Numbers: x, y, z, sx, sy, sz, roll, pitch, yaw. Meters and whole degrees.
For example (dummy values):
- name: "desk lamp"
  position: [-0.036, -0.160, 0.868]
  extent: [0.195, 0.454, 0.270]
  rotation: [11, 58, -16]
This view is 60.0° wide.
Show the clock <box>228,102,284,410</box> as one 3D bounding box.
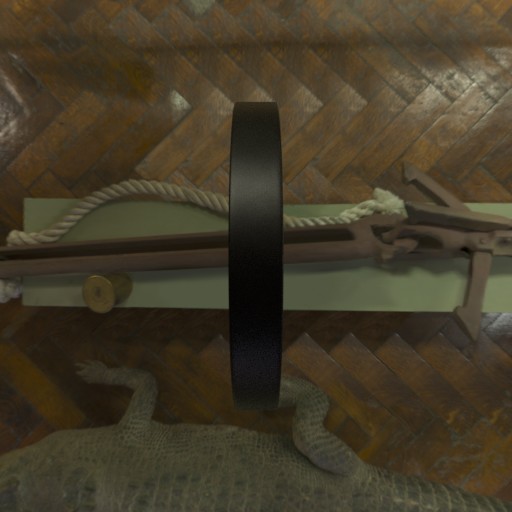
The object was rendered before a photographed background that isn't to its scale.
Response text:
- name: "clock"
  position: [0.000, 0.000, 0.477]
  extent: [0.040, 0.314, 0.314]
  rotation: [0, 89, 0]
